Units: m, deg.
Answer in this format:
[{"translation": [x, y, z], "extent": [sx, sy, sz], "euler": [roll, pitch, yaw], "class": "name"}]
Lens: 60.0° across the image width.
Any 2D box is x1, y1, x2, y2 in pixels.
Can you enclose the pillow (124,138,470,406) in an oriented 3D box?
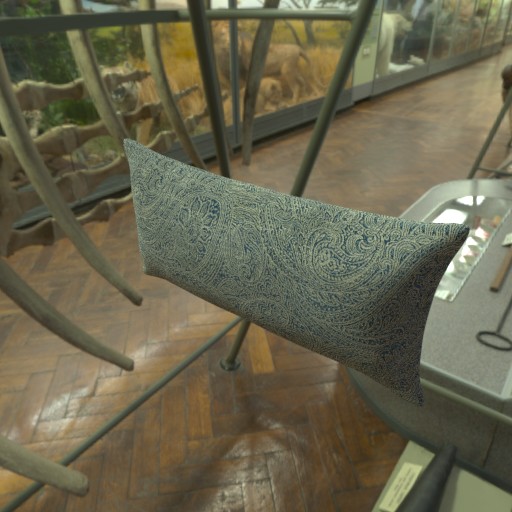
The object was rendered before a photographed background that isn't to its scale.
[{"translation": [0.000, 0.000, 0.740], "extent": [0.615, 0.295, 0.151], "euler": [21, 36, 32], "class": "pillow"}]
